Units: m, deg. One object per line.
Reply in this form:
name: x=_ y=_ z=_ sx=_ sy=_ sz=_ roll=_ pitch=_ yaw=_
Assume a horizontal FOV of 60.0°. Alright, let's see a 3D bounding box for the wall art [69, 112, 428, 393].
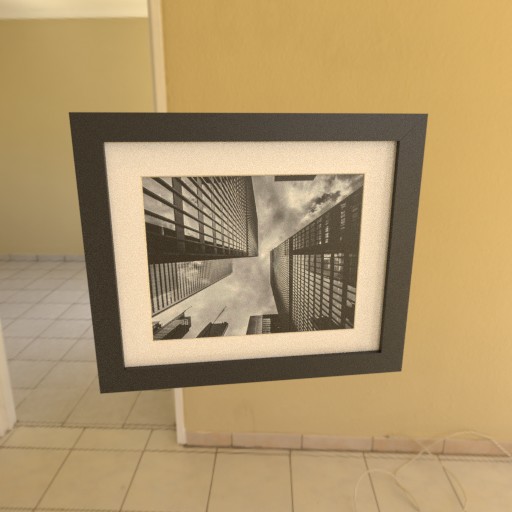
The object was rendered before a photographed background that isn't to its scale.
wall art: x=0.000 y=0.000 z=0.524 sx=0.381 sy=0.321 sz=0.028 roll=-2 pitch=16 yaw=-7
